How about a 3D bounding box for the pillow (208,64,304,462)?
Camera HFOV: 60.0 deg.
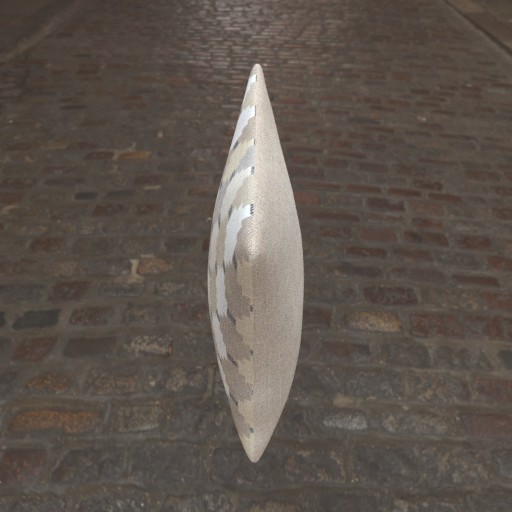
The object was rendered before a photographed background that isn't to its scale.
[{"bbox_3d":[0.000,0.000,0.879,0.192,0.558,0.578,0,42,1],"label":"pillow"}]
